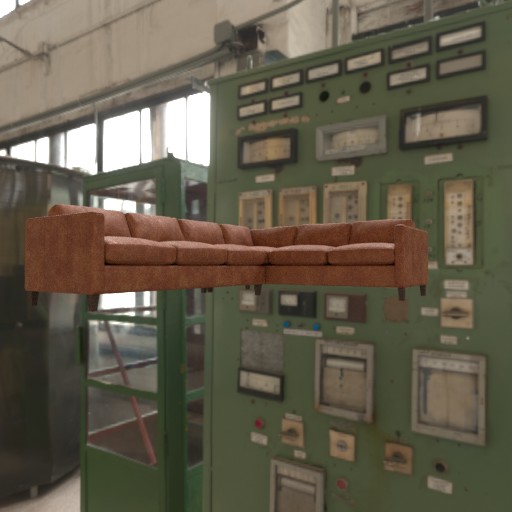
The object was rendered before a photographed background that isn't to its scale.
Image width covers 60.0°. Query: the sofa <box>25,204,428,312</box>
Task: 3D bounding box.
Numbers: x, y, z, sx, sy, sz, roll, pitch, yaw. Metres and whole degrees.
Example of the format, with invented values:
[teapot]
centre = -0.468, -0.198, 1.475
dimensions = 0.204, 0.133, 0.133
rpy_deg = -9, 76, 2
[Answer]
[sofa]
centre = 0.000, 0.000, 4.219
dimensions = 2.438, 0.838, 3.167
rpy_deg = -1, -2, 34
